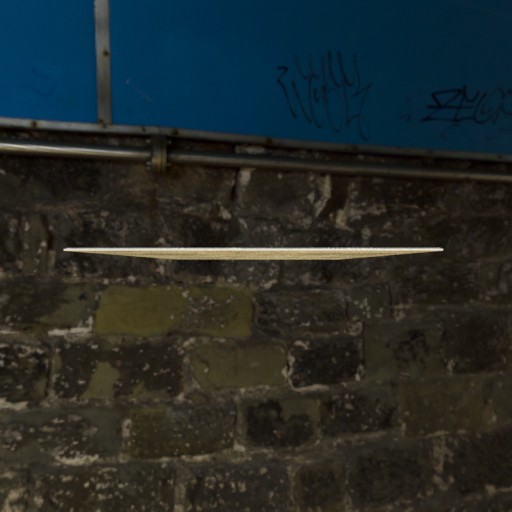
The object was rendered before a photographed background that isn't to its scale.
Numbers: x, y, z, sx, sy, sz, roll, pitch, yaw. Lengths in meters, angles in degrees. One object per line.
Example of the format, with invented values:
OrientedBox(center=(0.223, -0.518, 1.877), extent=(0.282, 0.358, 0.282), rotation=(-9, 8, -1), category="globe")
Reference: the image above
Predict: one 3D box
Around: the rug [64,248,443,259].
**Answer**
OrientedBox(center=(0.000, 0.000, 3.006), extent=(1.536, 0.012, 2.431), rotation=(0, -1, 1), category="rug")
